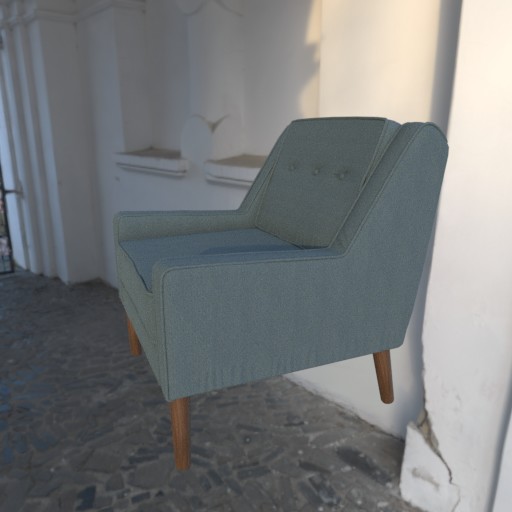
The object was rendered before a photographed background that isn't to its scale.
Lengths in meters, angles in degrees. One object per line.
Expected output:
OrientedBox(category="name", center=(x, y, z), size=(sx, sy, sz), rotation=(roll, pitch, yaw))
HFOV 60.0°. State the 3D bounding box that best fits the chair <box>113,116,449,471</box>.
OrientedBox(category="chair", center=(0.000, 0.000, 1.294), size=(0.733, 0.780, 0.663), rotation=(-7, 18, -24))
